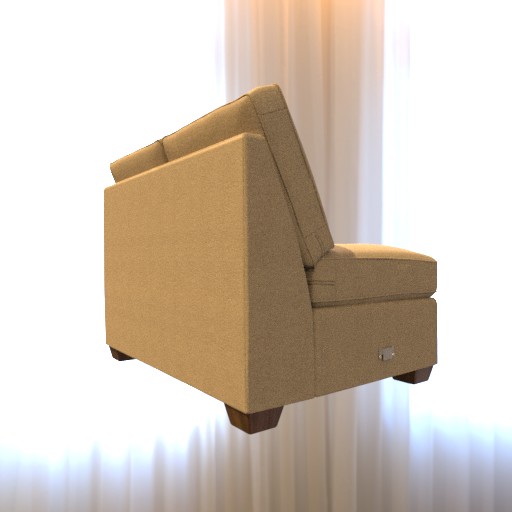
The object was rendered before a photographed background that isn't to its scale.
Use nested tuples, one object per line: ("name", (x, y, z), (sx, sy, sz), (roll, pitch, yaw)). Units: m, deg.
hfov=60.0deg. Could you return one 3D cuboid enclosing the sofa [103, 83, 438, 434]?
("sofa", (0.000, 0.000, 1.979), (0.978, 1.006, 1.232), (0, 0, -36))
